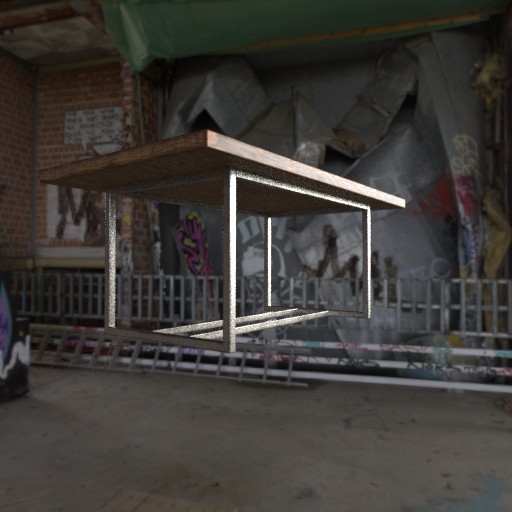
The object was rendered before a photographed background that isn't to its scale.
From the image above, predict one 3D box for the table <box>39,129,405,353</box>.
[{"bbox_3d":[0.000,0.000,2.562,1.078,0.795,1.989,-1,-1,37],"label":"table"}]
